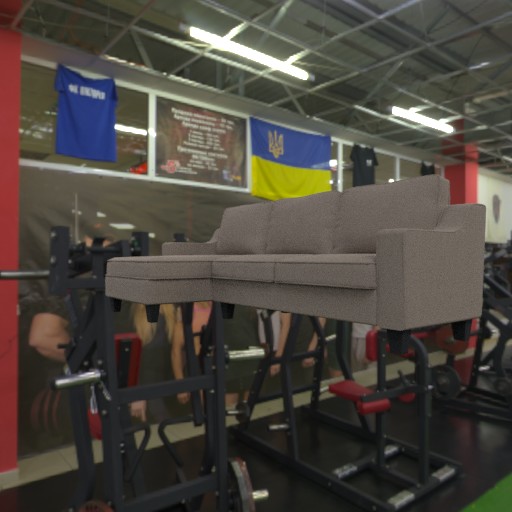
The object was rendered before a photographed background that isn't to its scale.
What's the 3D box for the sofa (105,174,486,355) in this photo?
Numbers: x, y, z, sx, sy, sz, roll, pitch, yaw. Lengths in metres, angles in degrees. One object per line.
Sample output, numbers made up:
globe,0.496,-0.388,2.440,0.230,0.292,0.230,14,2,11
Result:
sofa,0.000,0.000,3.095,1.294,0.928,2.561,0,0,-37
